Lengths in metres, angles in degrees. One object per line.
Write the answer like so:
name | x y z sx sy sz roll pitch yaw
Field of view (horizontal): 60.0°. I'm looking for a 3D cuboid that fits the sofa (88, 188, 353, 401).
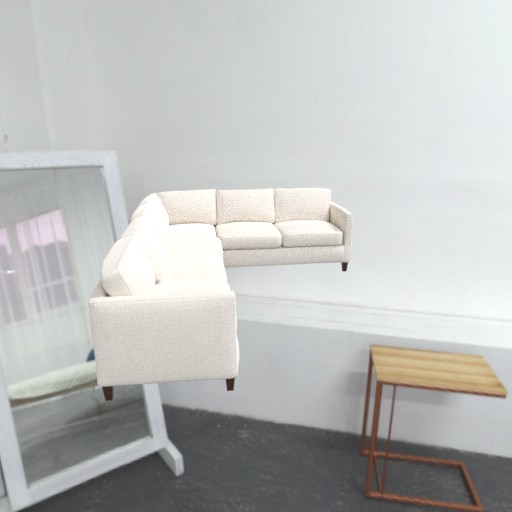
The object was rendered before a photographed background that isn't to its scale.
sofa | 0.000 0.000 4.459 2.593 0.947 3.302 -2 17 -8
